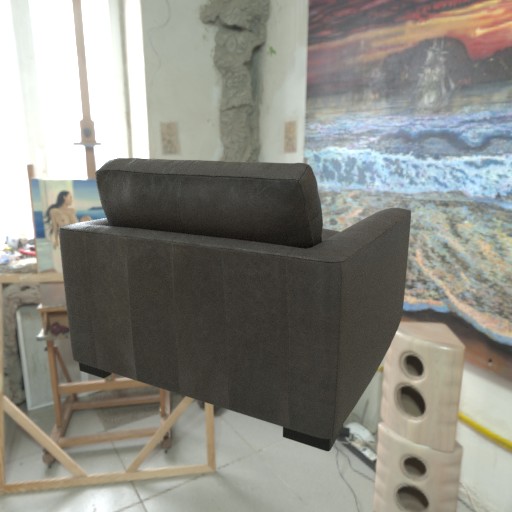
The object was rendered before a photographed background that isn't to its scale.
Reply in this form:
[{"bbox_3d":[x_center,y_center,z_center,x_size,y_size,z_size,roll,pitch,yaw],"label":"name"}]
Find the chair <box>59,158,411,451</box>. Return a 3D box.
[{"bbox_3d":[0.000,0.000,1.841,1.106,0.807,1.080,7,16,27],"label":"chair"}]
